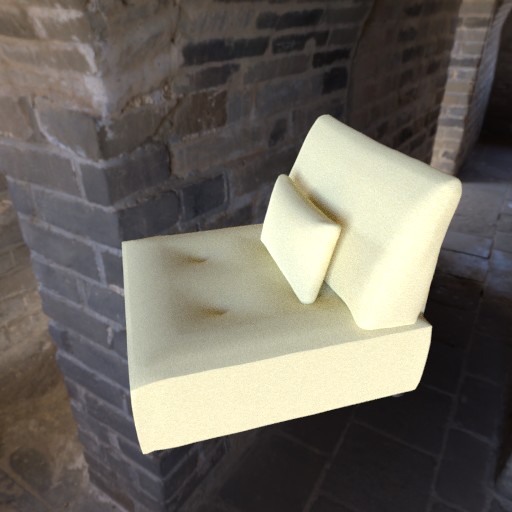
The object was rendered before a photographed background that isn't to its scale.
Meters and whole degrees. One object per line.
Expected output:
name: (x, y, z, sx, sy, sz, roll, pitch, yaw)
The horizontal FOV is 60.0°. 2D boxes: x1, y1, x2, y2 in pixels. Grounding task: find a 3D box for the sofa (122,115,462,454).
sofa: (0.000, 0.000, 1.683, 1.000, 0.820, 0.930, -8, 30, -14)
